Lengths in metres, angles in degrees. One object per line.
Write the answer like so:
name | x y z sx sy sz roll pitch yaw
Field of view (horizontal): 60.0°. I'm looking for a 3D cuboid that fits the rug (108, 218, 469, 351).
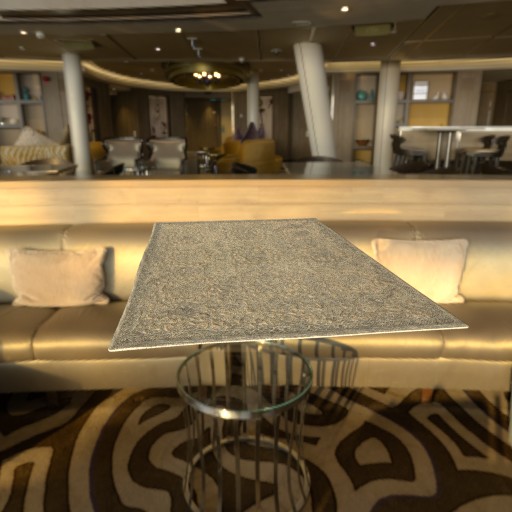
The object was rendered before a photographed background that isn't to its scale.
rug | 0.000 0.000 3.022 1.535 0.022 2.498 -2 16 -8
